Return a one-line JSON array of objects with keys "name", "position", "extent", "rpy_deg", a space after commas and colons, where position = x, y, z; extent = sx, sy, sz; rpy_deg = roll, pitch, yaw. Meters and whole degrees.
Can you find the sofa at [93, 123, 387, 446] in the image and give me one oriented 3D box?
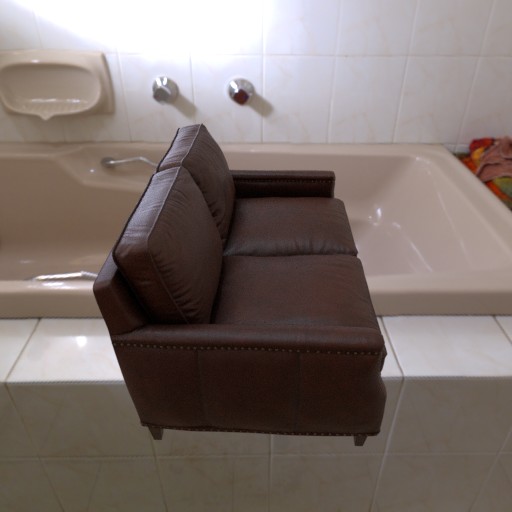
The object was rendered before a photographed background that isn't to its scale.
[{"name": "sofa", "position": [0.000, 0.000, 2.290], "extent": [1.083, 1.003, 1.628], "rpy_deg": [1, 33, 2]}]
